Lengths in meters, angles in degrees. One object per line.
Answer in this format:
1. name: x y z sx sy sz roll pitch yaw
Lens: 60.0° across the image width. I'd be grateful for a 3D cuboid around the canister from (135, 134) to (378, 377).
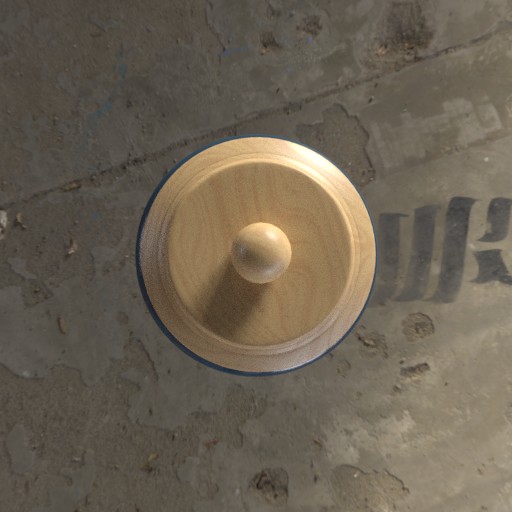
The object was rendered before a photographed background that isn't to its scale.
1. canister: 0.000 0.000 0.266 0.130 0.176 0.130 0 89 -2
